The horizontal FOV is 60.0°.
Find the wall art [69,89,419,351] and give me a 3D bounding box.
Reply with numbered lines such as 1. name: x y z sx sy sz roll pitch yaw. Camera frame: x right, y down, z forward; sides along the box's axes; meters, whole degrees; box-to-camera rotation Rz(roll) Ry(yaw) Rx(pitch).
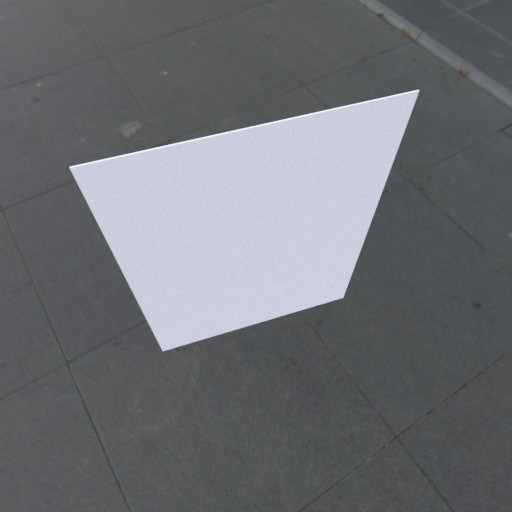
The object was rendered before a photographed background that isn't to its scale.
1. wall art: 0.000 0.000 0.813 0.457 0.610 0.003 -15 59 -9
